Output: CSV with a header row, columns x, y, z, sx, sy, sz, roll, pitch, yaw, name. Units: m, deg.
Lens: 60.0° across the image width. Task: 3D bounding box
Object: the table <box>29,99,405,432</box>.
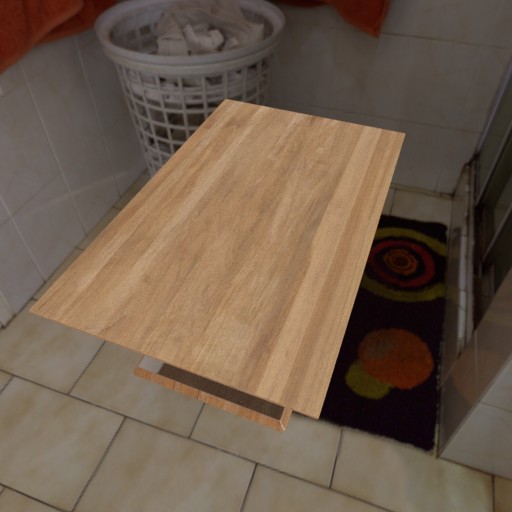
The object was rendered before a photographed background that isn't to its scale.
x,y,z,sx,sy,sz,roll,pitch,yaw,name
0.000,0.000,1.446,0.692,0.441,1.100,16,48,15,table
